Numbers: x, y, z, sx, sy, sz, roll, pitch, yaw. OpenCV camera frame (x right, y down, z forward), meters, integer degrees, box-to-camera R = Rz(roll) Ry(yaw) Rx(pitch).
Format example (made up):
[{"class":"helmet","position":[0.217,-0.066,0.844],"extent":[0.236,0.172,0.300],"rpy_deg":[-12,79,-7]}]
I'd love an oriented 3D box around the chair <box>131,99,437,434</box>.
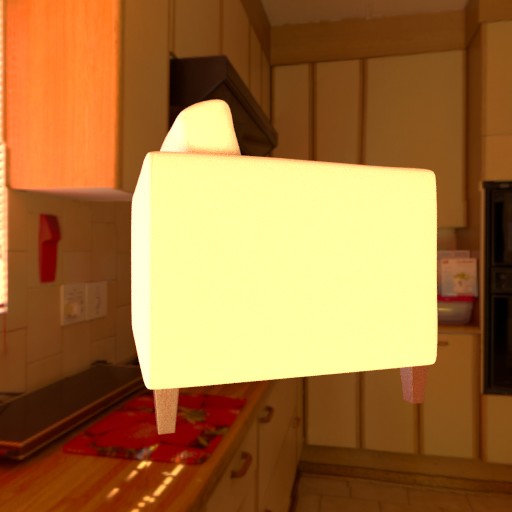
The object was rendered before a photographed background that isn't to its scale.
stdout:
[{"class":"chair","position":[0.000,0.000,1.659],"extent":[0.878,0.885,1.019],"rpy_deg":[0,1,-18]}]
